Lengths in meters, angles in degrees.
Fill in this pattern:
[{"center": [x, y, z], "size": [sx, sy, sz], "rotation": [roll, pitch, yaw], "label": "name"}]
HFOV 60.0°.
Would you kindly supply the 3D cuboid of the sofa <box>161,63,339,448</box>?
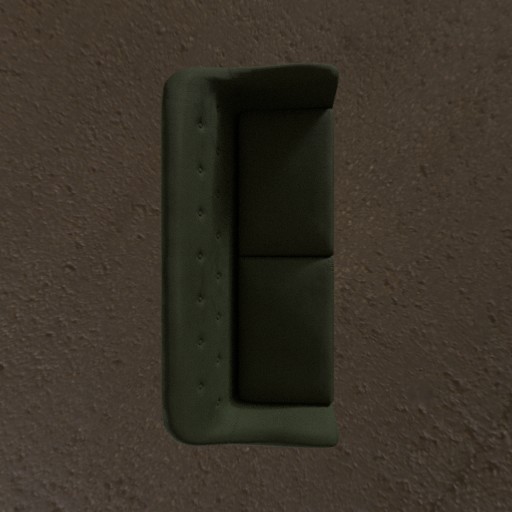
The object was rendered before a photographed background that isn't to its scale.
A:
[{"center": [0.000, 0.000, 2.285], "size": [0.820, 0.836, 1.840], "rotation": [0, 90, 0], "label": "sofa"}]
